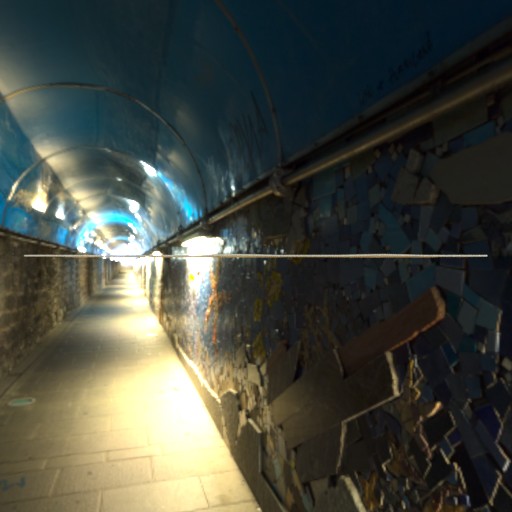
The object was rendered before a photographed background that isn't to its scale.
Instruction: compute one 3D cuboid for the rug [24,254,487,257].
[{"bbox_3d":[0.000,0.000,2.712,2.439,0.013,0.762,0,-1,-1],"label":"rug"}]
